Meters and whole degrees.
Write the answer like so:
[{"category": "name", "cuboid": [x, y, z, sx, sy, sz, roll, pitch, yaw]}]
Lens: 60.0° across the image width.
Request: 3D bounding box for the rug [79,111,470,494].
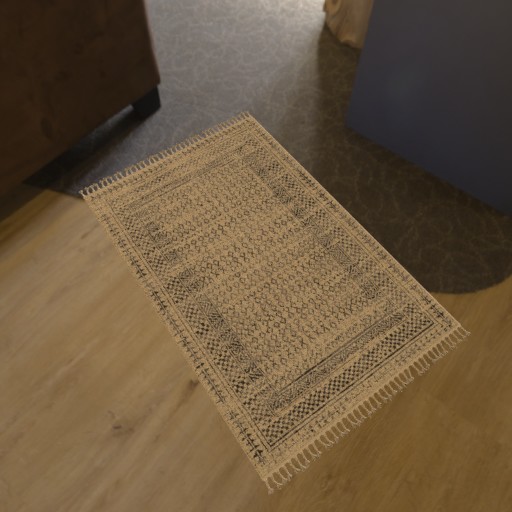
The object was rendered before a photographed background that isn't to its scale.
[{"category": "rug", "cuboid": [0.000, 0.000, 3.038, 1.548, 0.013, 2.486, -31, 64, -17]}]
